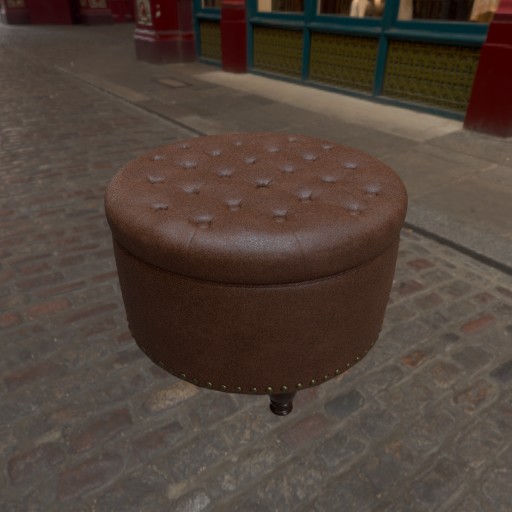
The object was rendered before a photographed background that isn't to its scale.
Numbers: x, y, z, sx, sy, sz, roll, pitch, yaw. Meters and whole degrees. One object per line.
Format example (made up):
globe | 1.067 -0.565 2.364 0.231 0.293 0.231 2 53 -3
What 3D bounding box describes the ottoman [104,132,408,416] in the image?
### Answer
ottoman | 0.000 0.000 1.062 0.637 0.442 0.637 0 32 0
